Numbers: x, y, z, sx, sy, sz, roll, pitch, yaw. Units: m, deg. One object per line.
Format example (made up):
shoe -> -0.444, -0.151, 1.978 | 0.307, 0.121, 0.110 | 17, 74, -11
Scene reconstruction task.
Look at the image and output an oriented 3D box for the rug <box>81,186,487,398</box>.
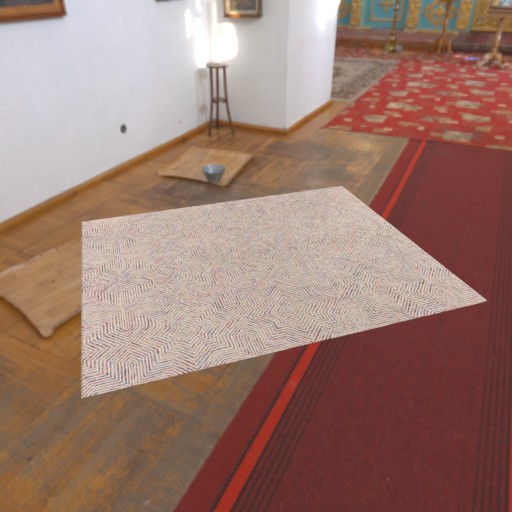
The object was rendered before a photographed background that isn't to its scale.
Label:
rug -> 0.000, 0.000, 4.080 | 3.046, 0.008, 2.442 | -10, 33, -16
